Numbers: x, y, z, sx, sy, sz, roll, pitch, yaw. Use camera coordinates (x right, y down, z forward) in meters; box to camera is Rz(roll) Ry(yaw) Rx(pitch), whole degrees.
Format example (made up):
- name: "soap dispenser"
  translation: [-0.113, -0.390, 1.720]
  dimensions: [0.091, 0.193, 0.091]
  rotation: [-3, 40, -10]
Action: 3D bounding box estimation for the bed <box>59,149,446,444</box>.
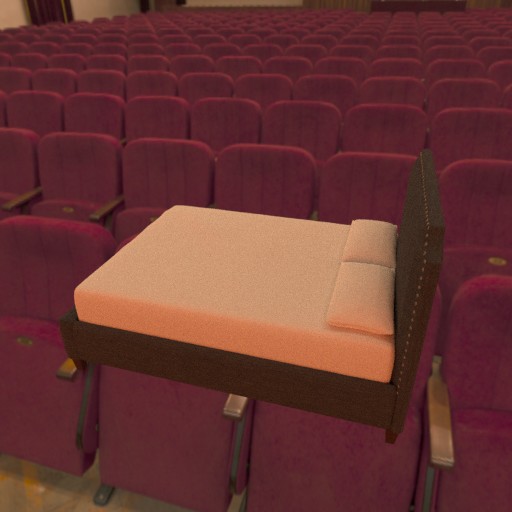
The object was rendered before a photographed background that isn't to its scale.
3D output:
- name: "bed"
  translation: [0.000, 0.000, 3.347]
  dimensions: [2.372, 1.443, 1.713]
  rotation: [8, 30, 15]
